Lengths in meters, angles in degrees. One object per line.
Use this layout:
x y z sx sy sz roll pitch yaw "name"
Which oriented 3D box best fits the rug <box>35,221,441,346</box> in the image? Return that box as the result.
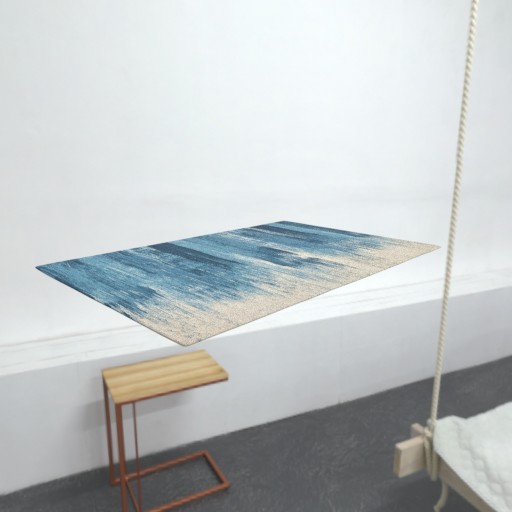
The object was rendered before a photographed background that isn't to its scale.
0.000 0.000 2.361 1.232 0.009 1.836 14 20 43 "rug"
